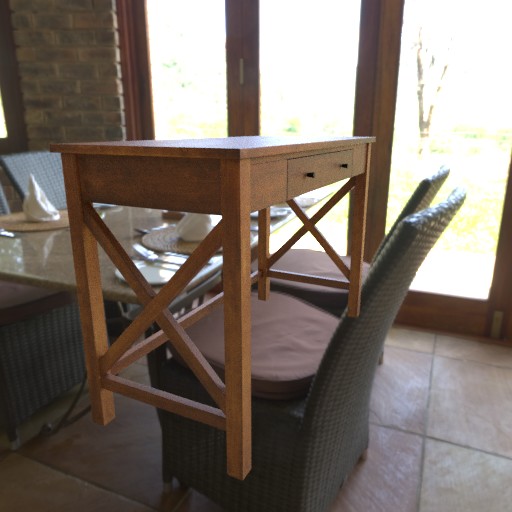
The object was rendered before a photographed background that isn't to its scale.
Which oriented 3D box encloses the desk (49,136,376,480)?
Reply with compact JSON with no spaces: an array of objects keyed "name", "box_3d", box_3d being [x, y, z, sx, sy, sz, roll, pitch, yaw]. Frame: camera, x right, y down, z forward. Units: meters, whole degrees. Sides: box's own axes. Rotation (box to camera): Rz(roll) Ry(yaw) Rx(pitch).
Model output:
[{"name":"desk","box_3d":[0.000,0.000,1.499,0.508,0.762,1.117,8,18,26]}]
